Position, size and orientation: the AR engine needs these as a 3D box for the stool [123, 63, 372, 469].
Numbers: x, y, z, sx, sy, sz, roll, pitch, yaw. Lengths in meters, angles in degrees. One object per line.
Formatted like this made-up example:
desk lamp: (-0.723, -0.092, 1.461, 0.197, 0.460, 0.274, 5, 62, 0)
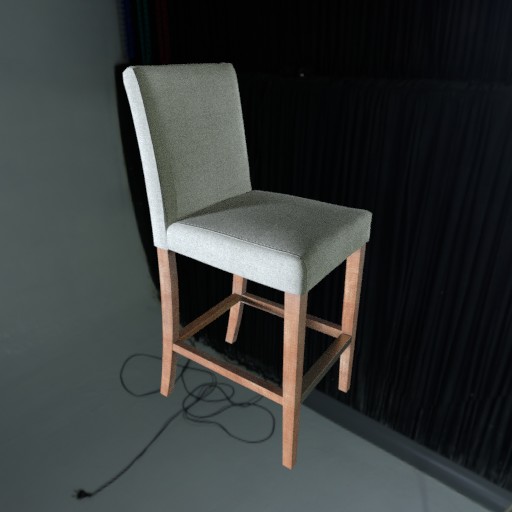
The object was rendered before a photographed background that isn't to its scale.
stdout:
stool: (0.000, 0.000, 1.377, 0.570, 1.088, 0.439, 16, 30, 31)
